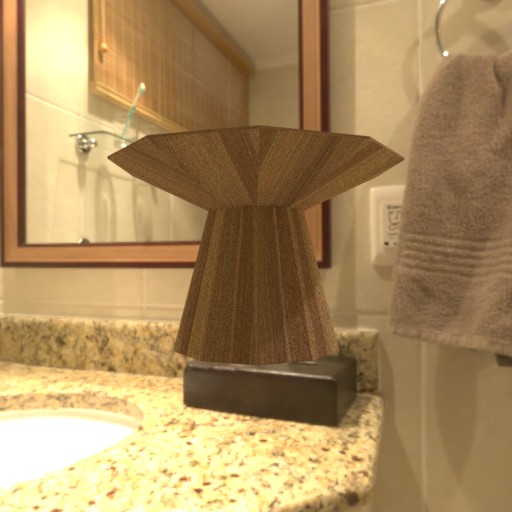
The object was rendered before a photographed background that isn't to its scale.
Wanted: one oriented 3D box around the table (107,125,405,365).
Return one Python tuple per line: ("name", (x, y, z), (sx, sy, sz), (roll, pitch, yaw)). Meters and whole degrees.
("table", (0.000, 0.000, 1.866), (1.186, 0.752, 1.186), (0, 0, 0))
